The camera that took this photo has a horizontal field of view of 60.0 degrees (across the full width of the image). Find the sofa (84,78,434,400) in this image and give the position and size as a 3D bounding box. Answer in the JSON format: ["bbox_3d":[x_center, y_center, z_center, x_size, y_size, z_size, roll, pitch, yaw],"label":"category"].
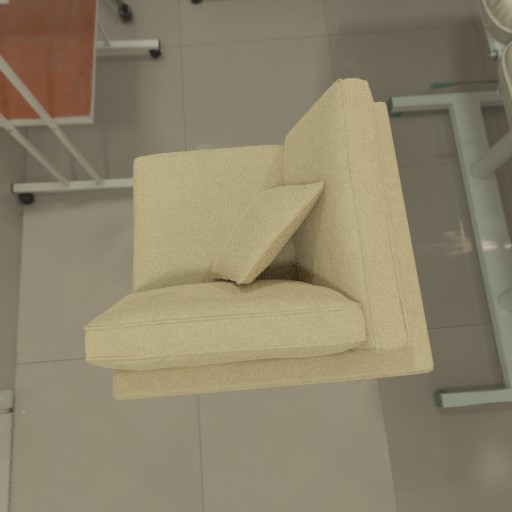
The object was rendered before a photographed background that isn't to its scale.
[{"bbox_3d":[0.000,0.000,1.939,1.146,1.002,1.084,-5,76,-1],"label":"sofa"}]
